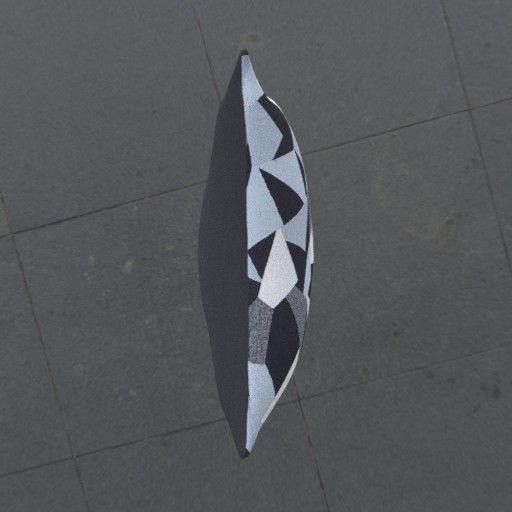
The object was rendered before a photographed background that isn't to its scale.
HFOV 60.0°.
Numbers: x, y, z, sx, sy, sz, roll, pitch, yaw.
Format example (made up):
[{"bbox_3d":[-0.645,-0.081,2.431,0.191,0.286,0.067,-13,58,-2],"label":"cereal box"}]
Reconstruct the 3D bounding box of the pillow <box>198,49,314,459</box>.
[{"bbox_3d":[0.000,0.000,0.767,0.208,0.496,0.503,0,91,1],"label":"pillow"}]
